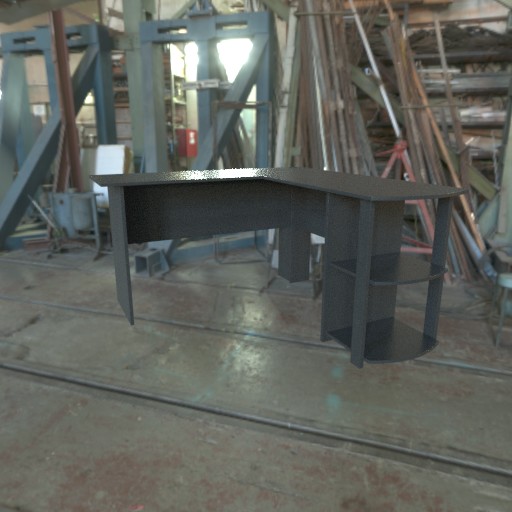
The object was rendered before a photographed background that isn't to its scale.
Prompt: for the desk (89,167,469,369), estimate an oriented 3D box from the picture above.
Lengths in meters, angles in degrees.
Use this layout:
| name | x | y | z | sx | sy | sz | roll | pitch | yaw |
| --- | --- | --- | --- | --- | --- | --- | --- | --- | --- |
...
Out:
| name | x | y | z | sx | sy | sz | roll | pitch | yaw |
| --- | --- | --- | --- | --- | --- | --- | --- | --- | --- |
| desk | 0.000 | 0.000 | 2.136 | 1.303 | 0.716 | 1.361 | -8 | 17 | -25 |
